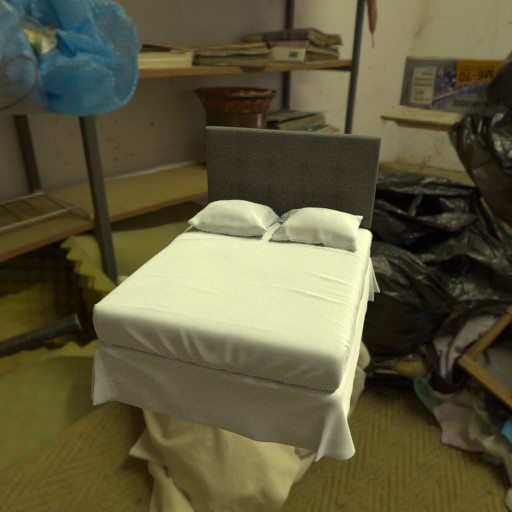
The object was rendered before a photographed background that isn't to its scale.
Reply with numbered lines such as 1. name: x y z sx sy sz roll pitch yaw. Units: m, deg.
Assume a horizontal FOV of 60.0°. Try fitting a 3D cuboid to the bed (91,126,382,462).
1. bed: 0.000 0.000 3.481 1.936 1.577 2.222 8 27 16
